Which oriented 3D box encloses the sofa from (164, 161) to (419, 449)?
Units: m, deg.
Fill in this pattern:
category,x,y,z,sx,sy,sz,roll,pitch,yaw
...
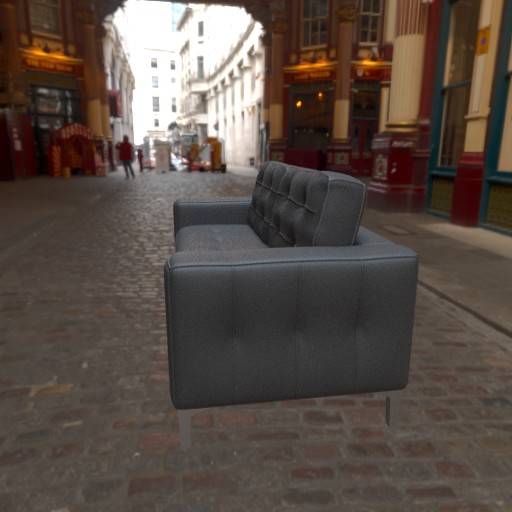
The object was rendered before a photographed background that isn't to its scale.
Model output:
category,x,y,z,sx,sy,sz,roll,pitch,yaw
sofa,0.000,0.000,2.221,0.833,0.893,1.726,-2,14,-9
